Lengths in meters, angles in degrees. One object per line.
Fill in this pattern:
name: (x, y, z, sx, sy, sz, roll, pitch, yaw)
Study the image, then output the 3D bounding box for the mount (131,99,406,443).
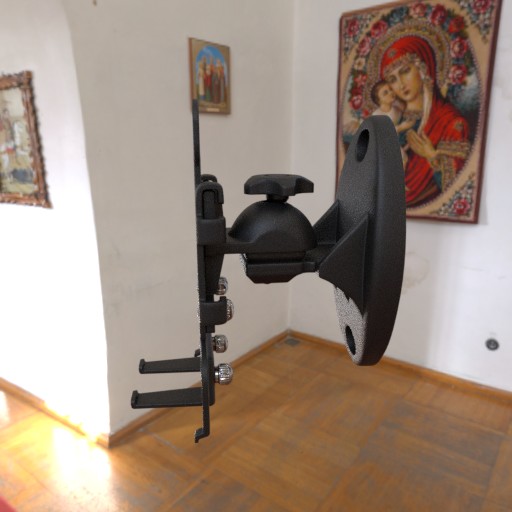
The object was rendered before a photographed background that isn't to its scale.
mount: (0.000, 0.000, 0.177, 0.100, 0.118, 0.066, -2, 15, -8)
